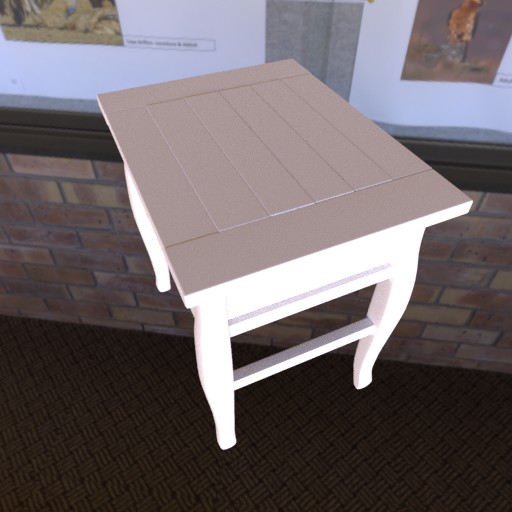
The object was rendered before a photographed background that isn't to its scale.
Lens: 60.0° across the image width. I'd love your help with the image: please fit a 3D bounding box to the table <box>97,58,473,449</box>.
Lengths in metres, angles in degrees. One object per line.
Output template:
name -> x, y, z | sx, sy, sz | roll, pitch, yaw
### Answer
table -> 0.000, 0.000, 1.014 | 0.463, 0.605, 0.599 | -18, 48, -17
